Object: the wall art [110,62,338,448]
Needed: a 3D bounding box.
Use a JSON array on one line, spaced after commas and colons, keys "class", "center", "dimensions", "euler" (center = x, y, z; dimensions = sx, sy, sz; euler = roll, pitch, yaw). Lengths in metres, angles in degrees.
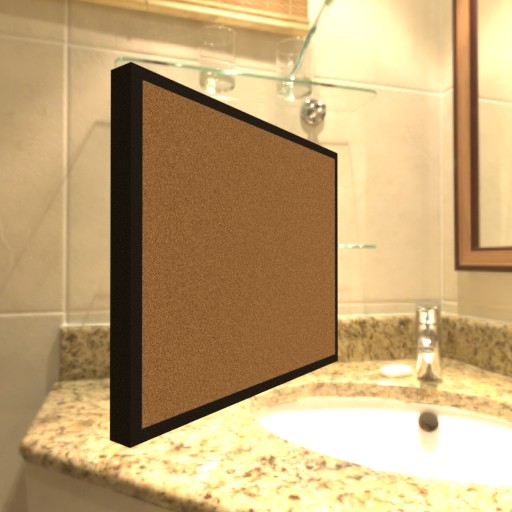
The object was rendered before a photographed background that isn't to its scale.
[{"class": "wall art", "center": [0.000, 0.000, 0.541], "dimensions": [0.028, 0.325, 0.397], "euler": [0, -1, 36]}]
